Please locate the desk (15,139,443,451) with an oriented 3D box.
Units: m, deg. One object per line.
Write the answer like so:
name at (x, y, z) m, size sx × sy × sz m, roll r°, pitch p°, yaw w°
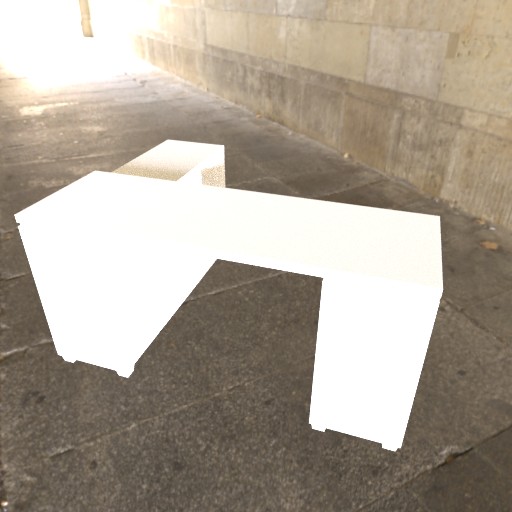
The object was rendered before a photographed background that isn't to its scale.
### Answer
desk at (0.000, 0.000, 2.152) m, size 1.524 × 0.759 × 1.199 m, roll 10°, pitch 33°, yaw 16°
